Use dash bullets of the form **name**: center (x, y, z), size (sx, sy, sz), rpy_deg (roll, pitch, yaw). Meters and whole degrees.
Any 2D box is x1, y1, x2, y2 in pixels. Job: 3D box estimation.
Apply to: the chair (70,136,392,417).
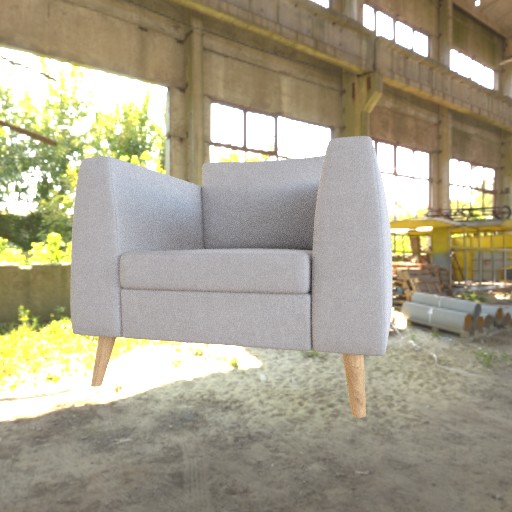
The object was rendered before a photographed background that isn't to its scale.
- **chair**: center (0.000, 0.000, 1.719), size (1.000, 0.860, 0.930), rpy_deg (0, 1, 18)
